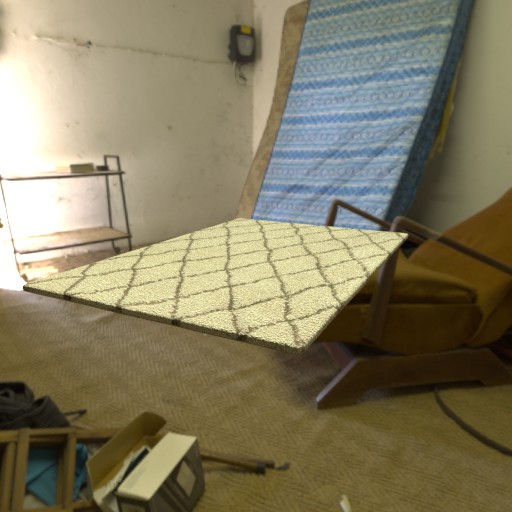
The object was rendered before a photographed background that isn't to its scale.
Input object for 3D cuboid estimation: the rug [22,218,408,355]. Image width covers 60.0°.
[{"bbox_3d":[0.000,0.000,2.279,1.219,0.030,1.778,8,17,27],"label":"rug"}]
